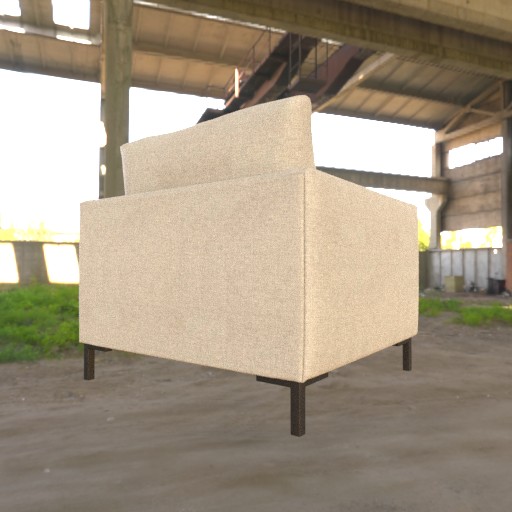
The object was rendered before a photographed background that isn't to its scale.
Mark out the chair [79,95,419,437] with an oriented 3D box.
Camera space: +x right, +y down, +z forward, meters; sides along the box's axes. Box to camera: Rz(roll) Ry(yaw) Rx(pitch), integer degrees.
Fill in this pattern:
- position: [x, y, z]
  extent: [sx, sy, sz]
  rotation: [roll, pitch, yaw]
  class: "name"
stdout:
- position: [0.000, 0.000, 1.628]
  extent: [0.963, 0.861, 0.866]
  rotation: [-1, -2, 37]
  class: "chair"
